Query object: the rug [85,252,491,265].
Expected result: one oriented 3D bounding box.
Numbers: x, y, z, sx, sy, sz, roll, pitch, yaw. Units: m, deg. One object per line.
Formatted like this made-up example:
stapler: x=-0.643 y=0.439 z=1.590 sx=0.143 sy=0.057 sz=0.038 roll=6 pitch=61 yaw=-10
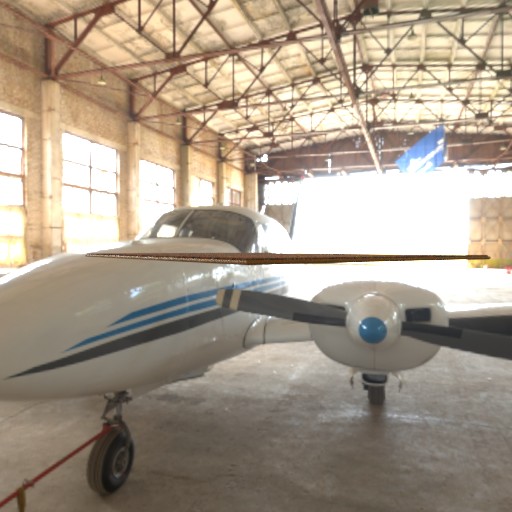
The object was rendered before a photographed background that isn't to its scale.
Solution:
rug: x=0.000 y=0.000 z=2.862 sx=1.588 sy=0.024 sz=2.204 roll=-1 pitch=1 yaw=-35
